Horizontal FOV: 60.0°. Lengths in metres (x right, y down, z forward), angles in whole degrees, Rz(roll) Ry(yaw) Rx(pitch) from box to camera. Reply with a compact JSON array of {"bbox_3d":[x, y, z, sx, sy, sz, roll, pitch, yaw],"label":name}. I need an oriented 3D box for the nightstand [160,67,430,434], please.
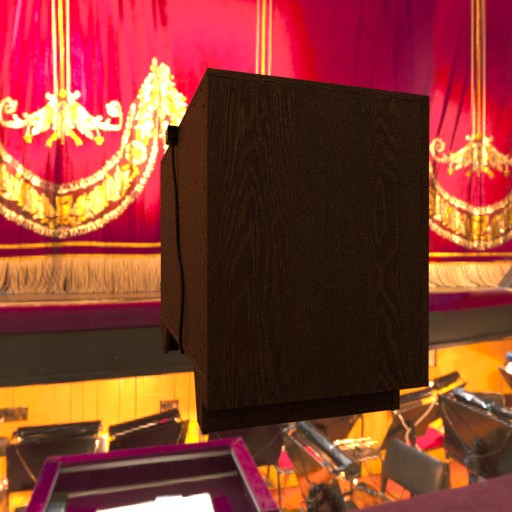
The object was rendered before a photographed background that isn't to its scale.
[{"bbox_3d":[0.000,0.000,1.143,0.457,0.612,0.775,0,0,-18],"label":"nightstand"}]
